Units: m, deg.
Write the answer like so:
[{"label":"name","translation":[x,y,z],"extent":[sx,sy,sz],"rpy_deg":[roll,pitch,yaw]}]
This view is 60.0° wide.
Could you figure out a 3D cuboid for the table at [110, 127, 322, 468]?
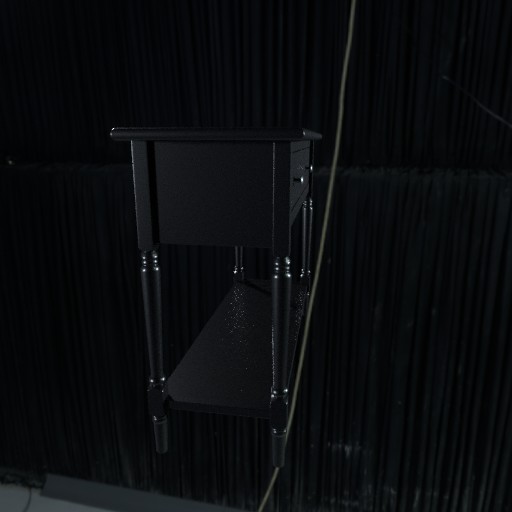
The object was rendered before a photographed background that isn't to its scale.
[{"label":"table","translation":[0.000,0.000,1.519],"extent":[0.386,0.819,1.191],"rpy_deg":[3,15,9]}]
